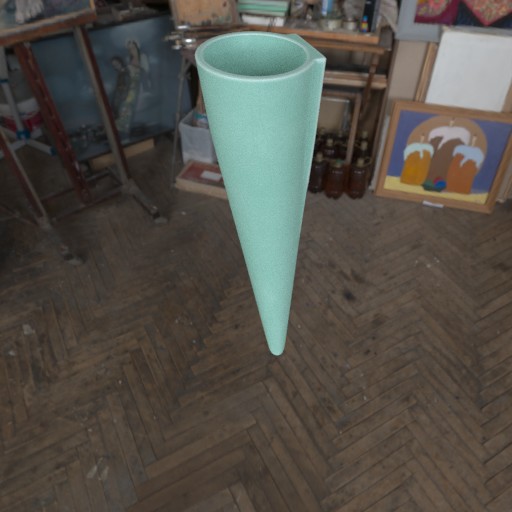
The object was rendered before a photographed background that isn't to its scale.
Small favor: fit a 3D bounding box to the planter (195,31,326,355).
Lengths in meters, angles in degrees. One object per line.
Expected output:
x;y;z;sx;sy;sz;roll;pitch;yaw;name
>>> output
0.000;0.000;0.297;0.055;0.268;0.054;-17;49;-15;planter
